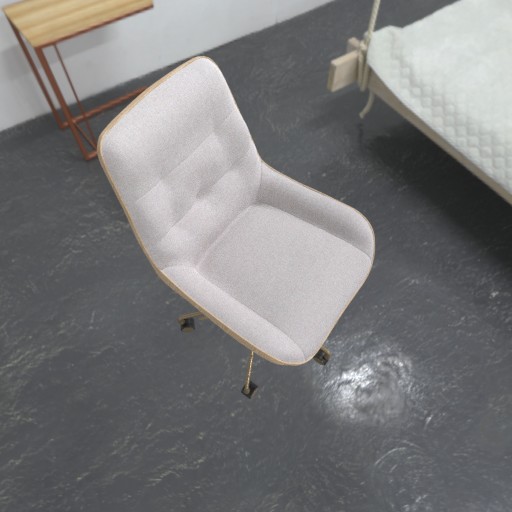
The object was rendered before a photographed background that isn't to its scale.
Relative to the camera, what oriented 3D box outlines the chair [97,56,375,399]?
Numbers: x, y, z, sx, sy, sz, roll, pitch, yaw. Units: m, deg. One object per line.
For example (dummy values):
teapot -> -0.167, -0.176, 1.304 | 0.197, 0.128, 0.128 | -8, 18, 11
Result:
chair -> 0.000, 0.000, 1.363 | 0.668, 0.952, 0.564 | 32, 65, 17
